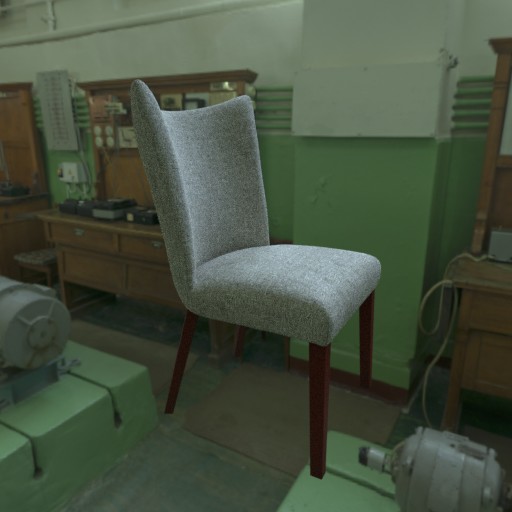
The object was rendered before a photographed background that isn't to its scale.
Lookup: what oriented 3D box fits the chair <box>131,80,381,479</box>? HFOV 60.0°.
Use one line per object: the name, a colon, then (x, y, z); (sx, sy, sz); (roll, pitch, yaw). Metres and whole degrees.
chair: (0.000, 0.000, 1.282); (0.623, 0.924, 0.535); (8, 18, 27)
